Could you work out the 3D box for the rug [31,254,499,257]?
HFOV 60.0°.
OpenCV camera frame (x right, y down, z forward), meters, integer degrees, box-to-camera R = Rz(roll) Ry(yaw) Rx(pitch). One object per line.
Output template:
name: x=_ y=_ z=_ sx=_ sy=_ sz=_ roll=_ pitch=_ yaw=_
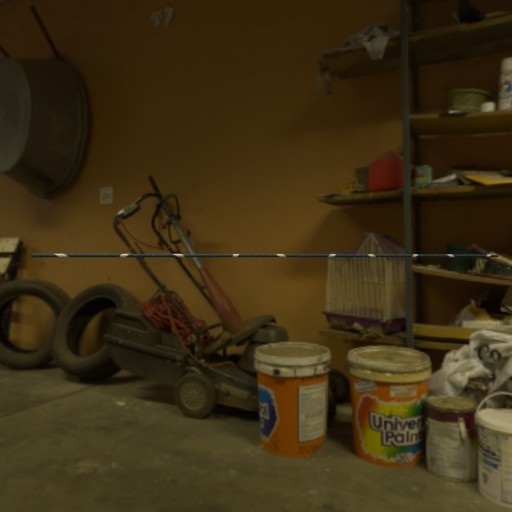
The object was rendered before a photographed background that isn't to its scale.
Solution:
rug: x=0.000 y=0.000 z=2.115 sx=1.753 sy=0.010 sz=1.143 roll=0 pitch=0 yaw=-17
